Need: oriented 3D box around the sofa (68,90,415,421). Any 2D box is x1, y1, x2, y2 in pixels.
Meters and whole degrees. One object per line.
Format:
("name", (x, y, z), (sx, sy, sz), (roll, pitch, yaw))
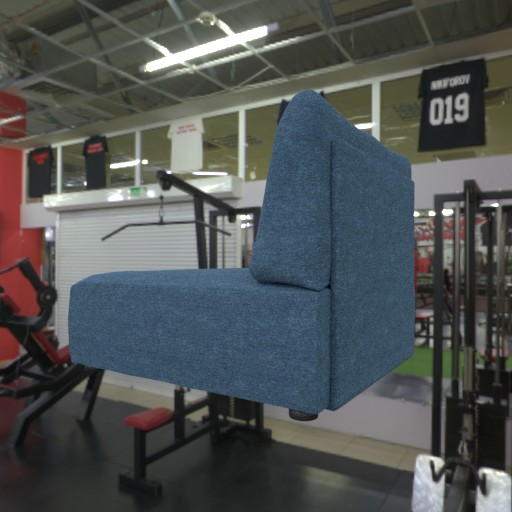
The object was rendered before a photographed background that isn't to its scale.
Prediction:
("sofa", (0.000, 0.000, 1.696), (1.000, 0.820, 0.930), (0, 0, 33))
